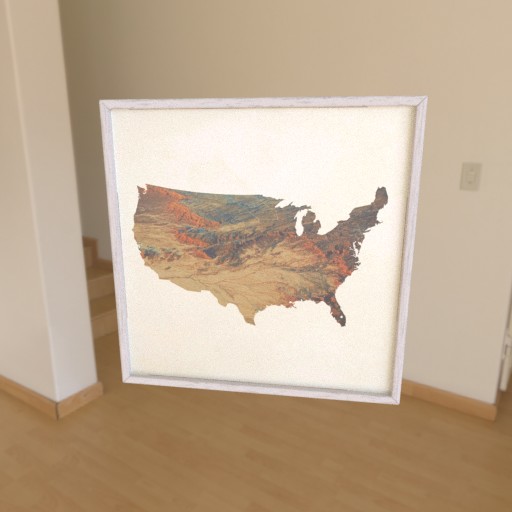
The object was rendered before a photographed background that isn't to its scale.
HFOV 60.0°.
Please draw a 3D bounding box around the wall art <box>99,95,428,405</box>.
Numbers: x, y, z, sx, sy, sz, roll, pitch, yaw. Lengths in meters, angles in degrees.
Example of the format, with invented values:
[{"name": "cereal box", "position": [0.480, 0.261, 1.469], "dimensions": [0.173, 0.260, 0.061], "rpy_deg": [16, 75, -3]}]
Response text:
[{"name": "wall art", "position": [0.000, 0.000, 1.917], "dimensions": [1.287, 1.288, 0.078], "rpy_deg": [2, 15, 8]}]
